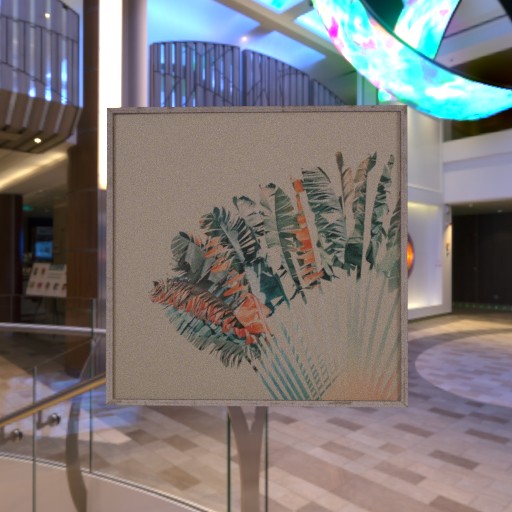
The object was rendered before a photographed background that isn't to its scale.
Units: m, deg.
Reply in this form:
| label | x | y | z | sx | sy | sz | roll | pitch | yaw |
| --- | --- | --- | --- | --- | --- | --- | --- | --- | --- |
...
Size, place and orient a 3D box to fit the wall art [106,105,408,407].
| label | x | y | z | sx | sy | sz | roll | pitch | yaw |
| --- | --- | --- | --- | --- | --- | --- | --- | --- | --- |
| wall art | 0.000 | 0.000 | 0.761 | 0.508 | 0.506 | 0.029 | 0 | 0 | 1 |
